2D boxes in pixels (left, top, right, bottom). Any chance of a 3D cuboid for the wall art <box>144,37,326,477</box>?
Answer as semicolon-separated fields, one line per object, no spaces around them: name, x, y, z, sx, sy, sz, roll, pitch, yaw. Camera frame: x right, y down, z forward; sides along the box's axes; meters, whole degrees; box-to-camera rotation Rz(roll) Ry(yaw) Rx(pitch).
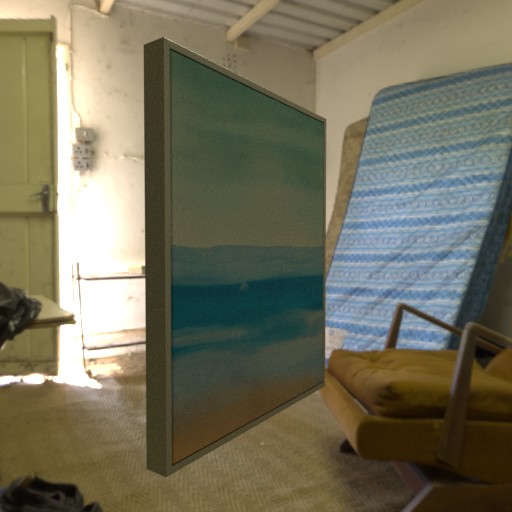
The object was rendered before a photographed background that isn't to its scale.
wall art;0.000;0.000;0.748;0.039;0.553;0.445;1;2;36
